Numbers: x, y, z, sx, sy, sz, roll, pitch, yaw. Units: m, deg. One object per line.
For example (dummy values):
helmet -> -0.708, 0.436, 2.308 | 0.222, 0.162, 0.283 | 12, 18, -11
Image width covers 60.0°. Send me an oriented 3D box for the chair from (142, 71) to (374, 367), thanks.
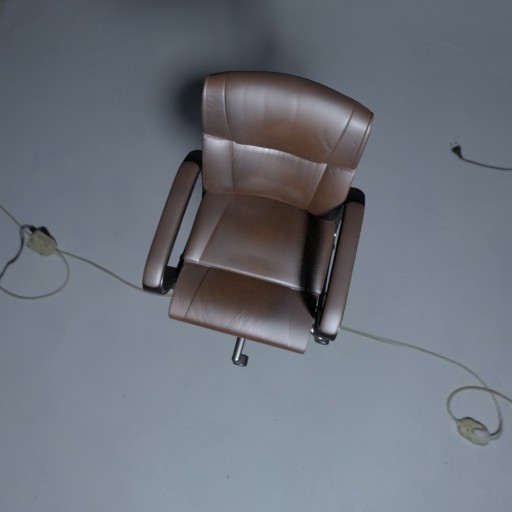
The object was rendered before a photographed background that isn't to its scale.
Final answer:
chair -> 0.000, 0.000, 1.495 | 0.739, 1.004, 0.717 | 15, 76, 4
